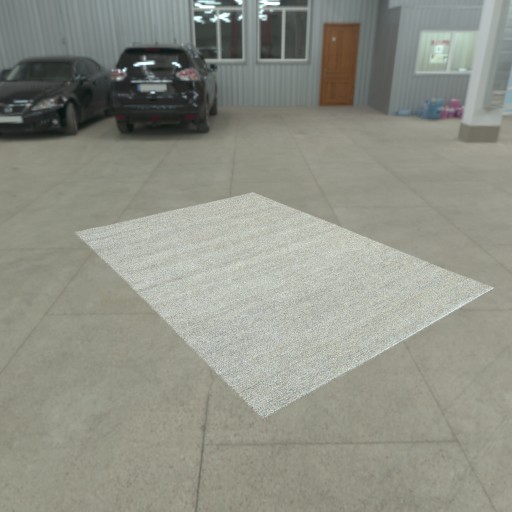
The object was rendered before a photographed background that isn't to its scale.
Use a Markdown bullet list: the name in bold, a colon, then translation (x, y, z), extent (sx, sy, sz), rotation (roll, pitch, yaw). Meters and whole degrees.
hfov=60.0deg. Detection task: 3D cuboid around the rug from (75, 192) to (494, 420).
- **rug**: translation (0.000, 0.000, 2.841), extent (1.624, 0.030, 2.264), rotation (-17, 30, -33)
